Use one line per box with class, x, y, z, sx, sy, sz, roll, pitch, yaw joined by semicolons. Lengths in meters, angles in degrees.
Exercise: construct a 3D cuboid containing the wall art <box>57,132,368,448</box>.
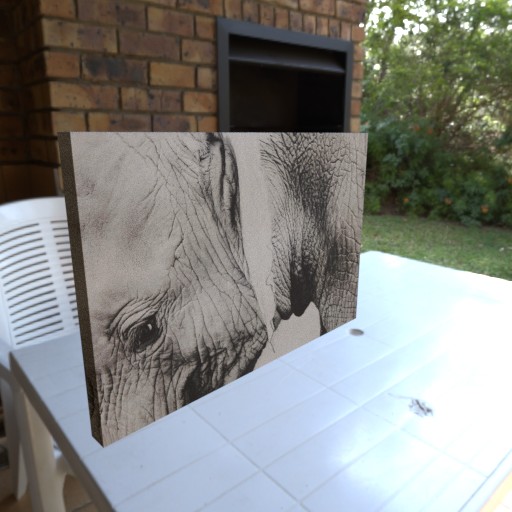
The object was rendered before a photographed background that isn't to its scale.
wall art;0.000;0.000;0.760;0.035;0.407;0.613;15;21;43
